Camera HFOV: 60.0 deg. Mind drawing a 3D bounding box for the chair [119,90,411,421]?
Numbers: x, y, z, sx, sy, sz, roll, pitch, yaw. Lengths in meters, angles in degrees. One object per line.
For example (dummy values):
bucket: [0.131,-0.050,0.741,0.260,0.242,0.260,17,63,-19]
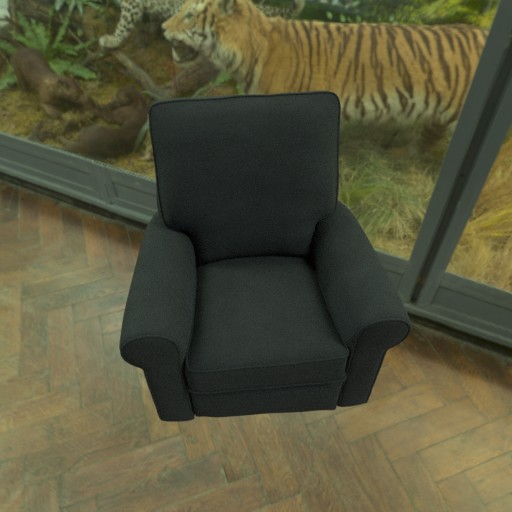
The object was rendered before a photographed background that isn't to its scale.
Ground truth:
chair: [0.000,0.000,1.641,0.890,0.961,0.878,-4,45,-4]
